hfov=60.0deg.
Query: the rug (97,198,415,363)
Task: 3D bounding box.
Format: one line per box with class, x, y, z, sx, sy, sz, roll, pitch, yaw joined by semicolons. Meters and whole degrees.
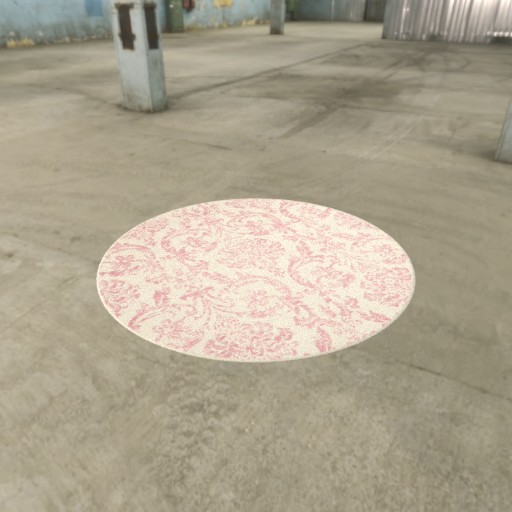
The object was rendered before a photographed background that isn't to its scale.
rug;0.000;0.000;2.319;1.593;0.012;1.593;0;29;0
